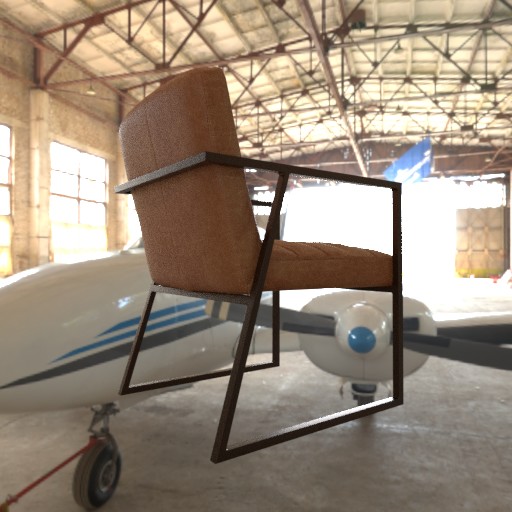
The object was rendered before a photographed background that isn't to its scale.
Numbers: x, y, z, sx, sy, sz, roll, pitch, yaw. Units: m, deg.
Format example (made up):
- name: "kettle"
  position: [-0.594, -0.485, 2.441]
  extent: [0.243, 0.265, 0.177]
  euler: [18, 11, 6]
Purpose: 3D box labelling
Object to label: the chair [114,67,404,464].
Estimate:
- name: "chair"
  position: [0.000, 0.000, 1.294]
  extent: [0.677, 0.832, 0.571]
  euler: [0, -1, -36]
